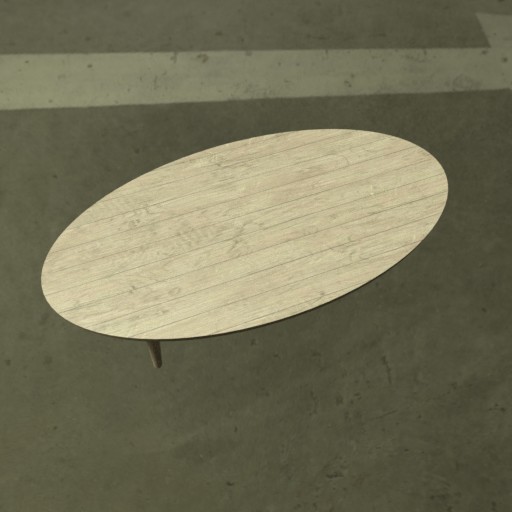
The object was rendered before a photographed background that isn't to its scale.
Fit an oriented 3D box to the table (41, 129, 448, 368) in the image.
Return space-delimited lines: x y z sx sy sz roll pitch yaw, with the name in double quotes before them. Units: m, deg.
"table" 0.000 0.000 1.311 1.083 0.390 0.542 -18 64 -9
